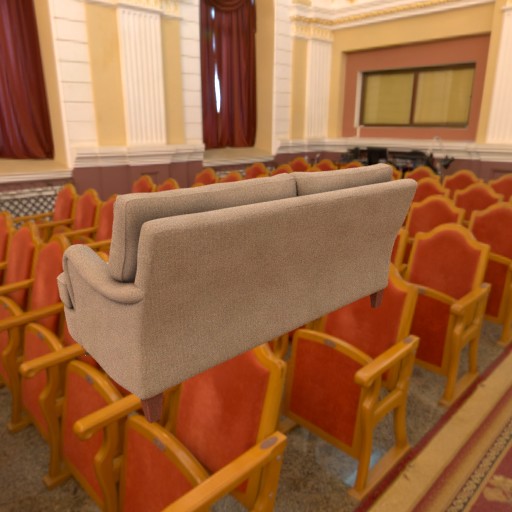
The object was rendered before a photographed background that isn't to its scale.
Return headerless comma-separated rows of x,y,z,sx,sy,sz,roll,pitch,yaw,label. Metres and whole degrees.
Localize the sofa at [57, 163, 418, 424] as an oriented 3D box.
0.000,0.000,2.848,2.193,1.096,1.069,-15,22,-42,sofa
